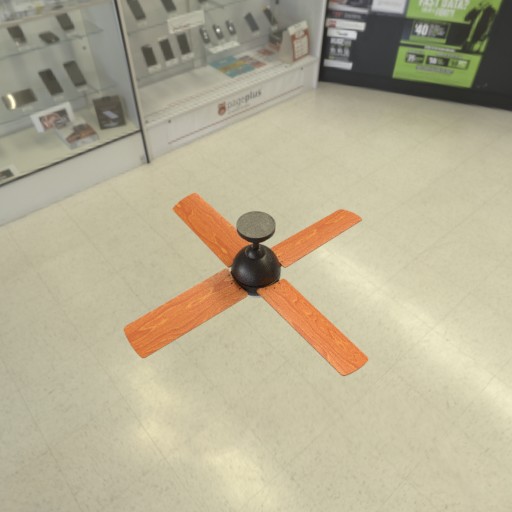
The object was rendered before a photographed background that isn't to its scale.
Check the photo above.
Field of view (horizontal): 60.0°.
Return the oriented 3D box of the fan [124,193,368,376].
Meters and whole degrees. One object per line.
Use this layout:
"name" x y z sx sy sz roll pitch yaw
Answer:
"fan" 0.000 0.000 2.057 1.332 0.403 1.332 -30 54 -25
